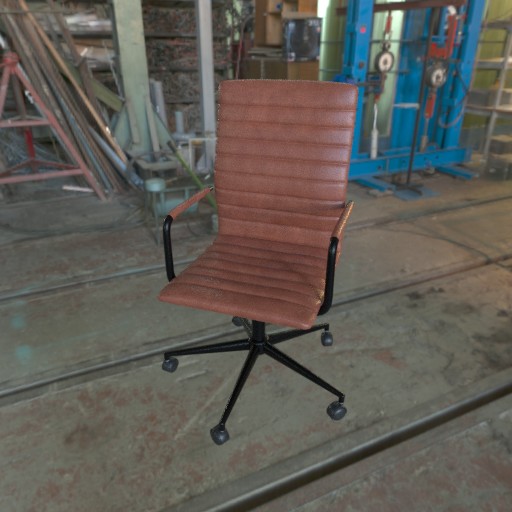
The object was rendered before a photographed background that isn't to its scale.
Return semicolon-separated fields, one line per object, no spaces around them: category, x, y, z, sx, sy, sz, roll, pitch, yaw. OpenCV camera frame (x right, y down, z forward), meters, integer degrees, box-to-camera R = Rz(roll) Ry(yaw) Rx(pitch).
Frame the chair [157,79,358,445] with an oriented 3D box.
chair;0.000;0.000;1.236;0.600;0.878;0.578;9;27;17
